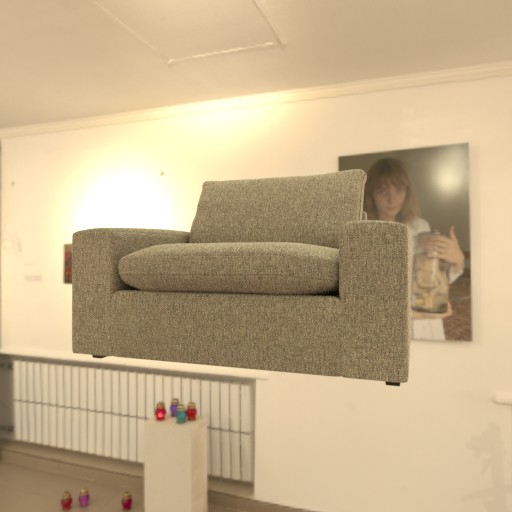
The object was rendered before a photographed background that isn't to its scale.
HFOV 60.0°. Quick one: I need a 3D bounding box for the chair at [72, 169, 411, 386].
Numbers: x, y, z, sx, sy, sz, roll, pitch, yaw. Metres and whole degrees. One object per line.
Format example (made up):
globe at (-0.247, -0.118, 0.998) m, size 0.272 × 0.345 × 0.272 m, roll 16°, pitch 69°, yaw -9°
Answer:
chair at (0.000, 0.000, 2.131) m, size 1.398 × 0.915 × 1.039 m, roll 0°, pitch 0°, yaw 20°
